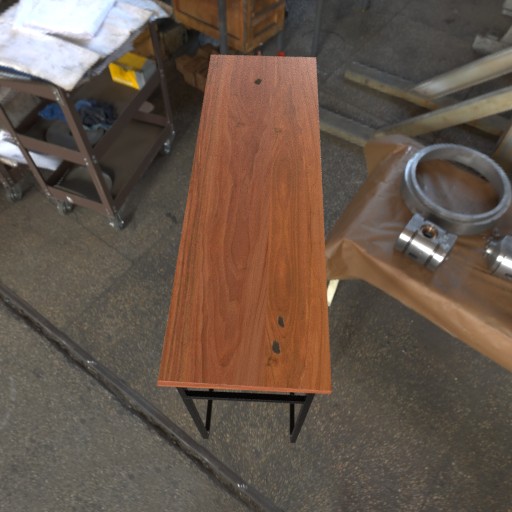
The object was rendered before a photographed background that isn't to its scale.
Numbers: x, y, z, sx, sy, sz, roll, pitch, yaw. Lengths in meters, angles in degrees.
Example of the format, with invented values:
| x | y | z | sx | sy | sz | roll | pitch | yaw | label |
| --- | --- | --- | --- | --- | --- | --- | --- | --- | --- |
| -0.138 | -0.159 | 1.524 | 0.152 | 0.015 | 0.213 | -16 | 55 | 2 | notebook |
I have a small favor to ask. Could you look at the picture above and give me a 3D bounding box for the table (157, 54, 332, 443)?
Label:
| x | y | z | sx | sy | sz | roll | pitch | yaw | label |
| --- | --- | --- | --- | --- | --- | --- | --- | --- | --- |
| 0.000 | 0.000 | 1.494 | 0.350 | 0.750 | 1.100 | 2 | 57 | 1 | table |
